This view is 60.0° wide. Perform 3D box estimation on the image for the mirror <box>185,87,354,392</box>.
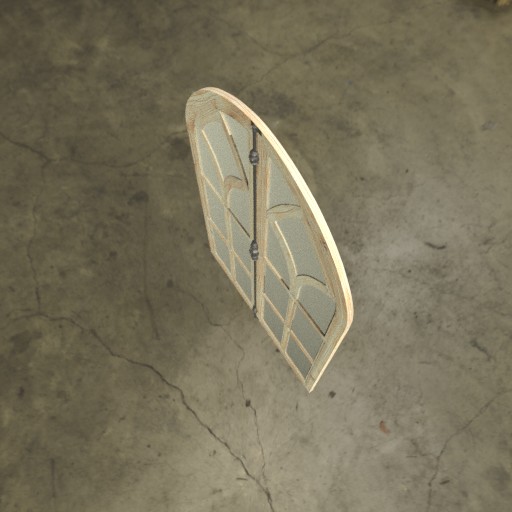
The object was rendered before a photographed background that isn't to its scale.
[{"bbox_3d":[0.000,0.000,1.121,0.032,0.915,0.609,-30,67,-15],"label":"mirror"}]
